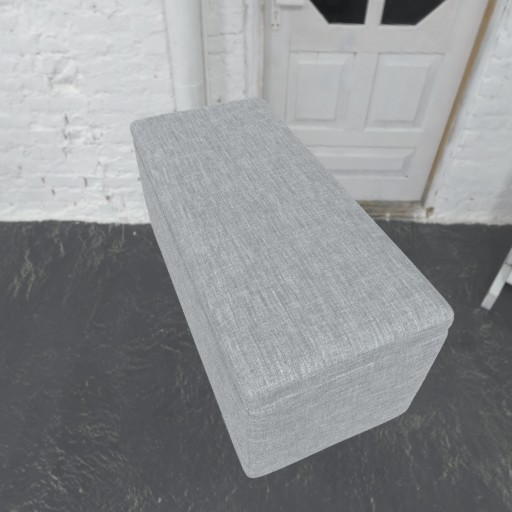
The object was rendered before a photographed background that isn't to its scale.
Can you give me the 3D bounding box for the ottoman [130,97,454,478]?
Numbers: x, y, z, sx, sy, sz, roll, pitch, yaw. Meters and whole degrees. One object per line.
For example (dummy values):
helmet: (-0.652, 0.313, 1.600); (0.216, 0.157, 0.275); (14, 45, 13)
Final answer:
ottoman: (0.000, 0.000, 1.128); (0.419, 0.432, 0.902); (-17, 48, -15)
